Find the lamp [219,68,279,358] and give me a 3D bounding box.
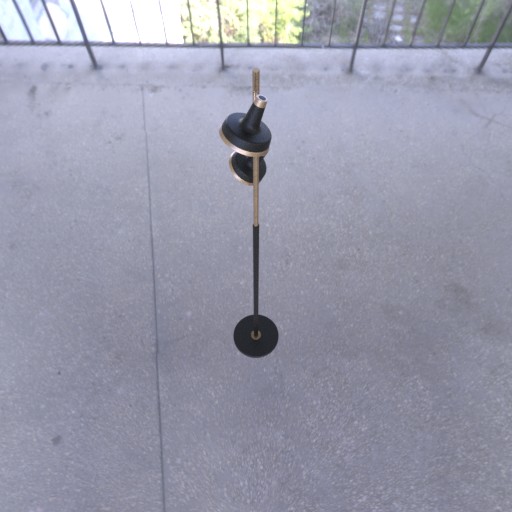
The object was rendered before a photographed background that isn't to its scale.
[{"bbox_3d":[0.000,0.000,1.781,0.253,1.674,0.351,2,57,1],"label":"lamp"}]
